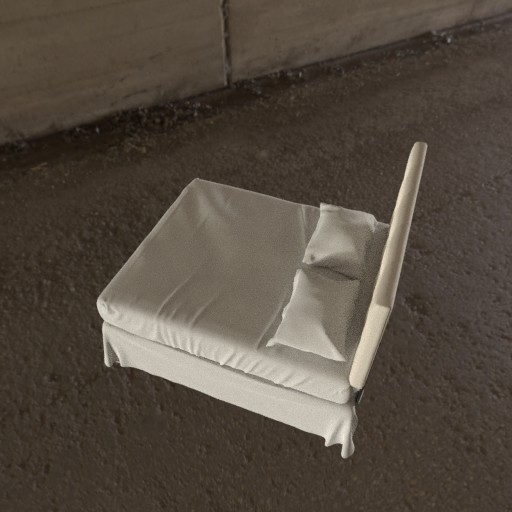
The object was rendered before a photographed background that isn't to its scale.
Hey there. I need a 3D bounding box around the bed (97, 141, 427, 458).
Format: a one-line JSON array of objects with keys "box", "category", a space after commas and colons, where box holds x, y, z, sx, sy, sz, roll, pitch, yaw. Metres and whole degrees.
[{"box": [0.000, 0.000, 3.510, 2.222, 1.577, 1.936, 16, 48, 15], "category": "bed"}]
